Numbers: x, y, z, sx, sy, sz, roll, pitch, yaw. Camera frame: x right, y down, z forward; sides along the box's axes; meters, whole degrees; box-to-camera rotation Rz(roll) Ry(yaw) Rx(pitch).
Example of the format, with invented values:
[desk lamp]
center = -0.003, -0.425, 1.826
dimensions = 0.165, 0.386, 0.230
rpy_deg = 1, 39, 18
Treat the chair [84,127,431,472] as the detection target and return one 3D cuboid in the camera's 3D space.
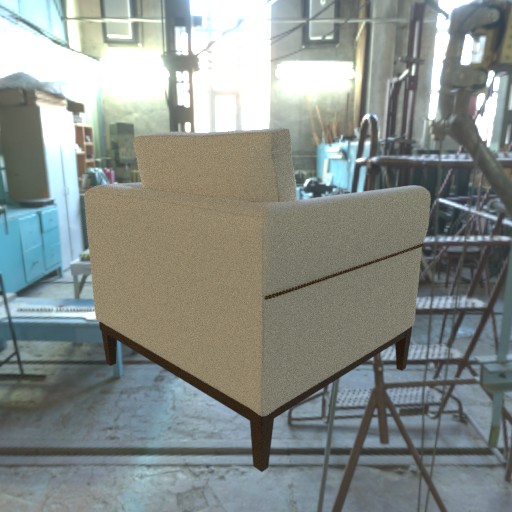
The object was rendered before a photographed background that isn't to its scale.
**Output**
[chair]
center = 0.000, 0.000, 1.698
dimensions = 0.982, 0.915, 0.896
rpy_deg = 13, 19, 43
